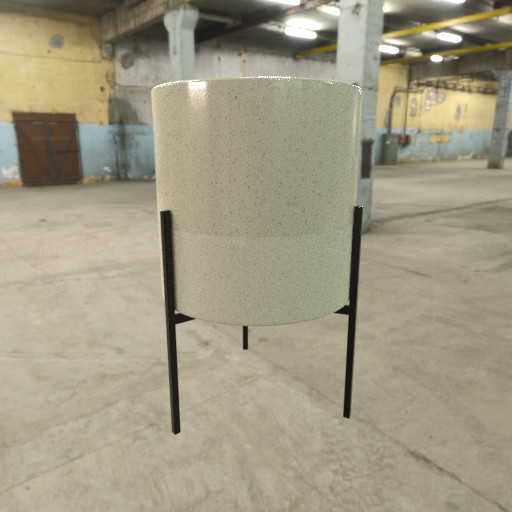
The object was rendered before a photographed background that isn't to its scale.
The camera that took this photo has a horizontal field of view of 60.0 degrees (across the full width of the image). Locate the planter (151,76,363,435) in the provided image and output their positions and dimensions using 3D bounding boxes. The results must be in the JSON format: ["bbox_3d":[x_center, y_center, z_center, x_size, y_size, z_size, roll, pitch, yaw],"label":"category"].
[{"bbox_3d":[0.000,0.000,0.556,0.234,0.390,0.243,-2,14,-8],"label":"planter"}]
